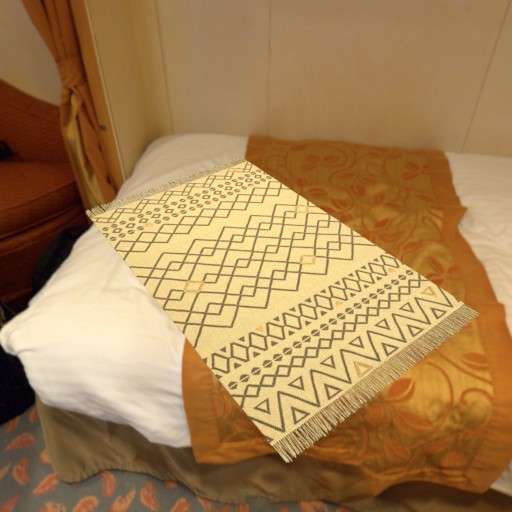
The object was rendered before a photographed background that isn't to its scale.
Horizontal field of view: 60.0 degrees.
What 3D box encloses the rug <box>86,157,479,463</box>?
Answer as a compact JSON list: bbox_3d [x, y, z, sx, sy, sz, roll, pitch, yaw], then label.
[{"bbox_3d":[0.000,0.000,3.042,1.495,0.035,2.472,-26,47,-27],"label":"rug"}]
